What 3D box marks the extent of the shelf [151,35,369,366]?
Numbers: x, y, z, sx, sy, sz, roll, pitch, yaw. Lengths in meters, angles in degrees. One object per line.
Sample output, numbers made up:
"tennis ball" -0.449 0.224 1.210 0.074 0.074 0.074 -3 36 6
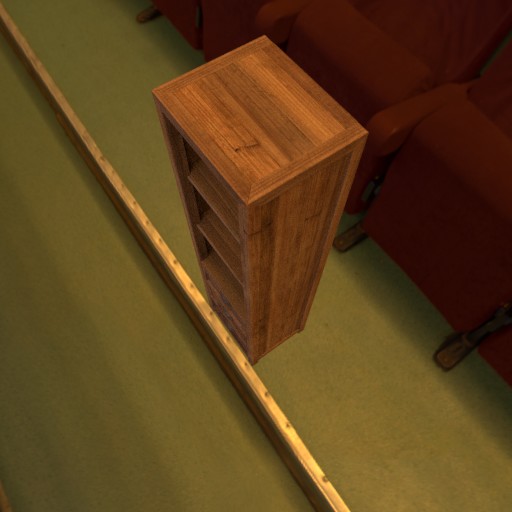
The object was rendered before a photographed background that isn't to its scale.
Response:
"shelf" 0.000 0.000 2.136 0.428 1.900 0.500 -33 68 -15
